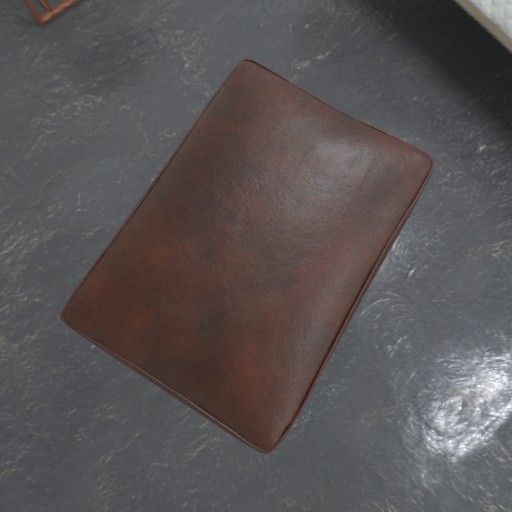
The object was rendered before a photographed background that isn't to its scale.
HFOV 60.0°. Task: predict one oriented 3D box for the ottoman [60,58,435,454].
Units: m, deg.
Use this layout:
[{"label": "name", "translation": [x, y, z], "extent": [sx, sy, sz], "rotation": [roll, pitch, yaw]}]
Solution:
[{"label": "ottoman", "translation": [0.000, 0.000, 1.000], "extent": [0.501, 0.432, 0.665], "rotation": [31, 79, 7]}]
